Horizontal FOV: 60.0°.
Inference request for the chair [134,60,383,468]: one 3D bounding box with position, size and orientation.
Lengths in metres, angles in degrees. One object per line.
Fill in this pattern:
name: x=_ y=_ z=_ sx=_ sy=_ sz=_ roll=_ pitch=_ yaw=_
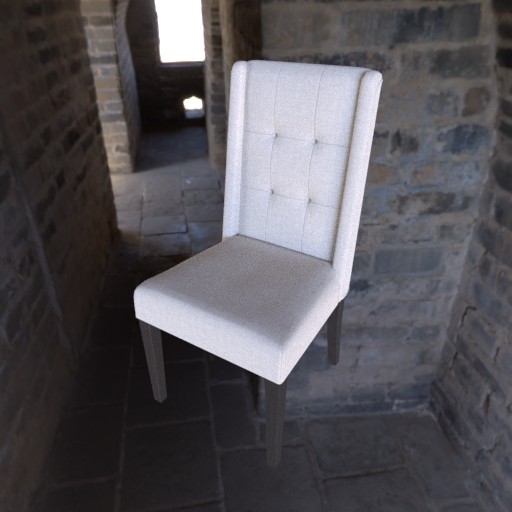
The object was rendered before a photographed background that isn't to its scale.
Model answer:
chair: x=0.000 y=0.000 z=1.253 sx=0.474 sy=0.961 sz=0.523 roll=18 pitch=34 yaw=28
